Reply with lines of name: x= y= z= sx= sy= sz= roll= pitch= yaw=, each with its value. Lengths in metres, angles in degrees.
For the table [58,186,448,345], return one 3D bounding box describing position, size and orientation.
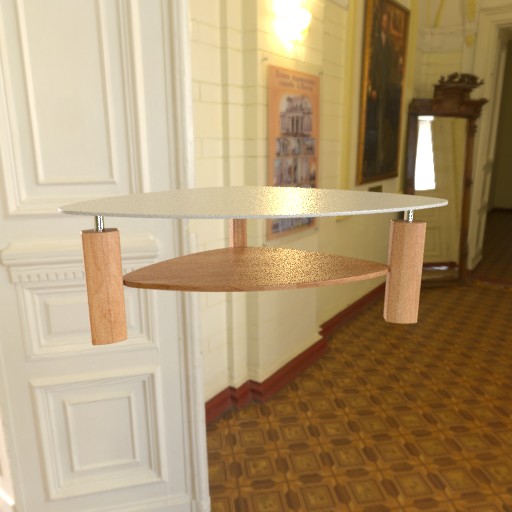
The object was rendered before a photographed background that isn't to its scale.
table: x=0.000 y=0.000 z=1.646 sx=1.250 sy=0.440 sz=0.850 roll=-2 pitch=14 yaw=-9
